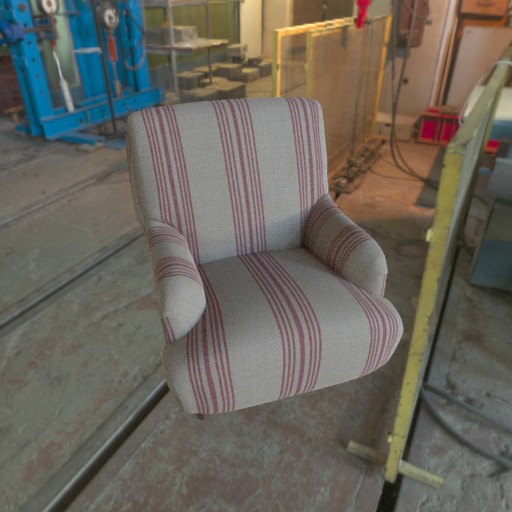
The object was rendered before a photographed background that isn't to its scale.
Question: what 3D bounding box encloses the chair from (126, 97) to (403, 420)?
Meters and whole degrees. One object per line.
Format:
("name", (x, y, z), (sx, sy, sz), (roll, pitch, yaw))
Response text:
("chair", (0.000, 0.000, 1.904), (0.933, 1.123, 1.058), (-10, 33, -15))
